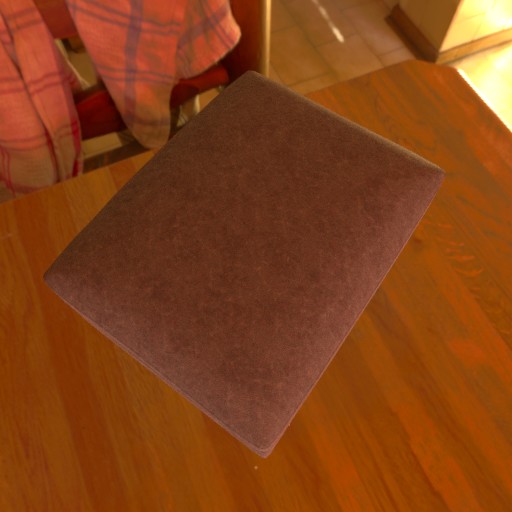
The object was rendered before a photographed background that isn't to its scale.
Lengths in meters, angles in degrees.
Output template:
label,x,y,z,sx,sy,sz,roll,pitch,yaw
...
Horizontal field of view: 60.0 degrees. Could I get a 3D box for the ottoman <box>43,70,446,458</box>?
label,x,y,z,sx,sy,sz,roll,pitch,yaw
ottoman,0.000,0.000,1.119,0.584,0.513,0.741,33,69,15
